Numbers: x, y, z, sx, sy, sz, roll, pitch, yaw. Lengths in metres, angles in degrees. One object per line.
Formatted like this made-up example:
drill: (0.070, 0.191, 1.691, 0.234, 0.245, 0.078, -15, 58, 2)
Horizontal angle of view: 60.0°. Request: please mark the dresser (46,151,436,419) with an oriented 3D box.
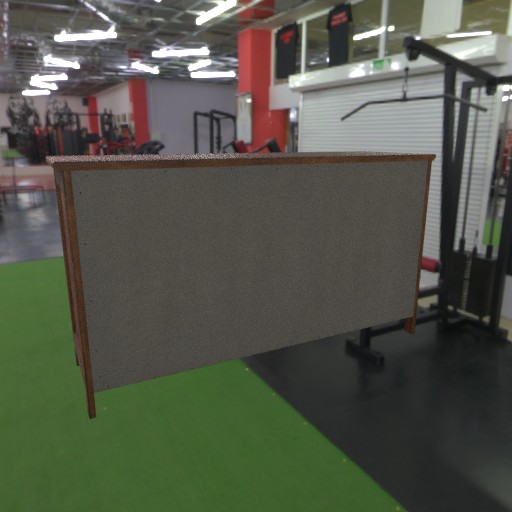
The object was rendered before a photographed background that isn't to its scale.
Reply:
dresser: (0.000, 0.000, 1.921, 1.551, 0.856, 0.463, -7, 16, -26)
